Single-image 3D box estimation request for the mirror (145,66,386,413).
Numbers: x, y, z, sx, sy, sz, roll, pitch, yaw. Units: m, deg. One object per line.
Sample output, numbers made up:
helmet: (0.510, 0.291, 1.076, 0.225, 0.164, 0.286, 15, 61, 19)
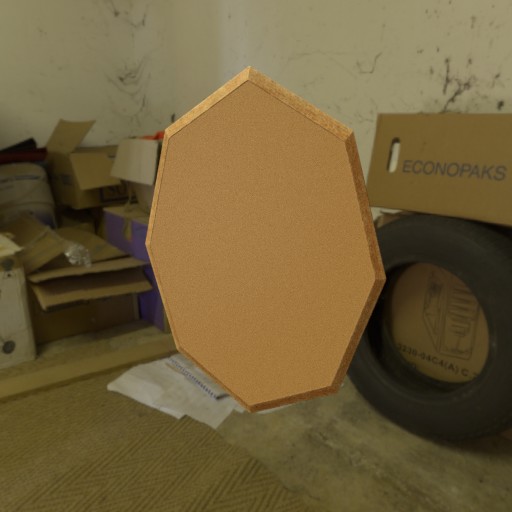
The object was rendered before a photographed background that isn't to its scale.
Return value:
mirror: (0.000, 0.000, 0.983, 0.577, 0.774, 0.070, 8, 18, 26)
